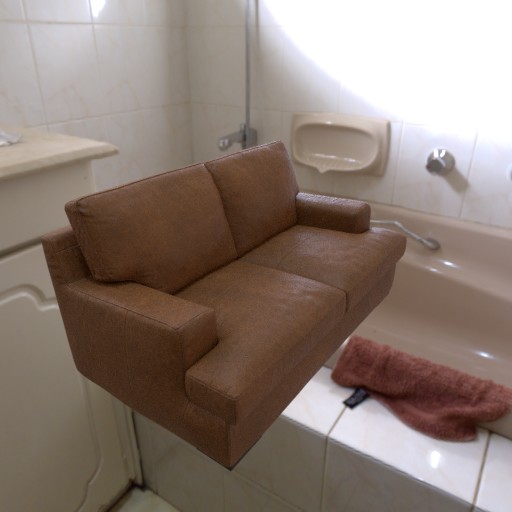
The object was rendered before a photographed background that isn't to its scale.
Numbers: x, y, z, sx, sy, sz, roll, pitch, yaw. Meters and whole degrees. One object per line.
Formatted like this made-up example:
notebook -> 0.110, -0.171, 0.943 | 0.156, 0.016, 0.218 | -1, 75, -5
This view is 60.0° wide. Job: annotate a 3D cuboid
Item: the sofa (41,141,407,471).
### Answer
sofa -> 0.000, 0.000, 2.486 | 1.144, 0.966, 1.880 | 17, 31, 32
